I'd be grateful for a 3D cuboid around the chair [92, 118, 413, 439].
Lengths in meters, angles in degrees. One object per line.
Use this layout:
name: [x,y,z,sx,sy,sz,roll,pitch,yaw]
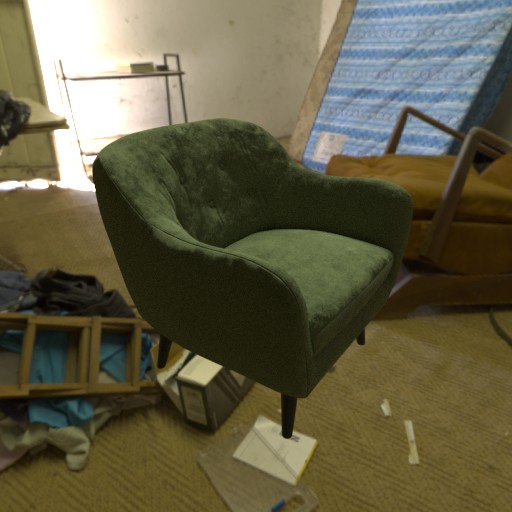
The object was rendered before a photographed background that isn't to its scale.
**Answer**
chair: [0.000,0.000,1.521,0.819,0.804,0.840,18,31,31]
